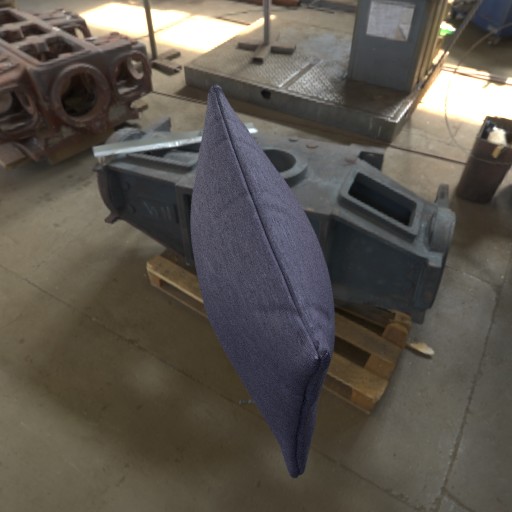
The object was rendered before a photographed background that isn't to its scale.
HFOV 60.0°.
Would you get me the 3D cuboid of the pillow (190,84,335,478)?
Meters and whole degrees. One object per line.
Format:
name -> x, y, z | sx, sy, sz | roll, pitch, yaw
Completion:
pillow -> 0.000, 0.000, 0.771 | 0.210, 0.338, 0.633 | -10, 47, -9
